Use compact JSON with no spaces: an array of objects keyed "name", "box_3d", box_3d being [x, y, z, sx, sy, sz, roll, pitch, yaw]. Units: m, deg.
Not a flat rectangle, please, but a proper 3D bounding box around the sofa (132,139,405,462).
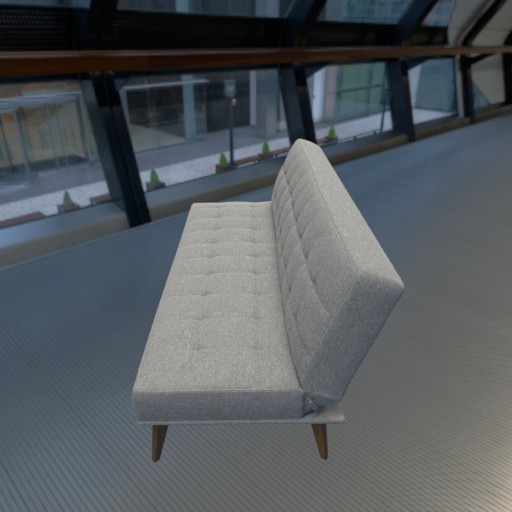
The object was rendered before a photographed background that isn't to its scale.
[{"name":"sofa","box_3d":[0.000,0.000,2.236,0.860,0.810,1.800,0,27,-1]}]
